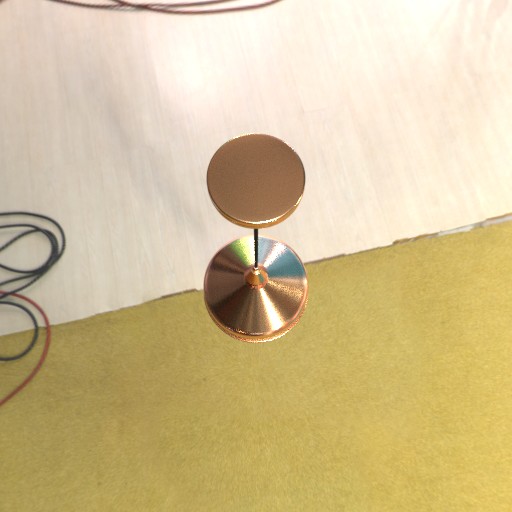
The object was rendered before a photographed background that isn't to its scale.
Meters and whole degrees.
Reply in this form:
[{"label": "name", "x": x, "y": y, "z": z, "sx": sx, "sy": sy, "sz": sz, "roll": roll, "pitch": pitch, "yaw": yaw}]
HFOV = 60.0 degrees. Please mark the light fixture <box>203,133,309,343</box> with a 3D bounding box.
[{"label": "light fixture", "x": 0.000, "y": 0.000, "z": 0.913, "sx": 0.301, "sy": 0.754, "sz": 0.301, "roll": 38, "pitch": 78, "yaw": 9}]
